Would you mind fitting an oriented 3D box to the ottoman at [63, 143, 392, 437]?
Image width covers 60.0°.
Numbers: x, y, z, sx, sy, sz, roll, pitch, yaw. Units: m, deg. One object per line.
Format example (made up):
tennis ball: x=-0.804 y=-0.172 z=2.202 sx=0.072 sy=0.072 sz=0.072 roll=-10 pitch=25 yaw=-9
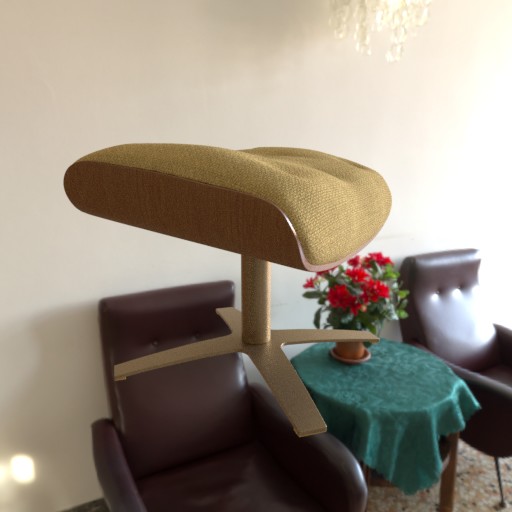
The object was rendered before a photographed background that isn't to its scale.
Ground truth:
ottoman: x=0.000 y=0.000 z=0.804 sx=0.394 sy=0.391 sz=0.520 roll=7 pitch=14 yaw=27
